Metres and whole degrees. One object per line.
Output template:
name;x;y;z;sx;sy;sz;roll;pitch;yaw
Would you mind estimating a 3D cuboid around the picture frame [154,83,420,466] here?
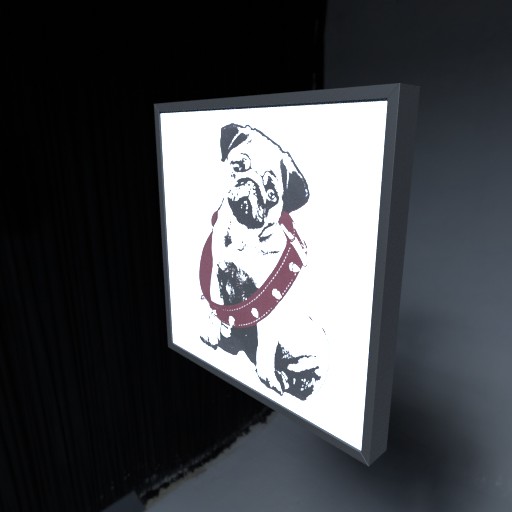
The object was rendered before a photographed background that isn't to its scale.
picture frame;0.000;0.000;0.469;0.030;0.317;0.317;-15;21;-42
